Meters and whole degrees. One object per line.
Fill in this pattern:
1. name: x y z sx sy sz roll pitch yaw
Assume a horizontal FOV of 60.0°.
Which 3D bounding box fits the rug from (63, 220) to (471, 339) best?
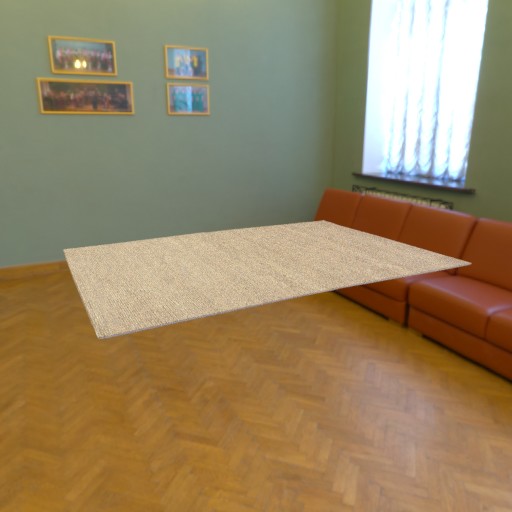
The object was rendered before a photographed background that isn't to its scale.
1. rug: 0.000 0.000 3.057 2.342 0.030 1.609 -8 18 -26
